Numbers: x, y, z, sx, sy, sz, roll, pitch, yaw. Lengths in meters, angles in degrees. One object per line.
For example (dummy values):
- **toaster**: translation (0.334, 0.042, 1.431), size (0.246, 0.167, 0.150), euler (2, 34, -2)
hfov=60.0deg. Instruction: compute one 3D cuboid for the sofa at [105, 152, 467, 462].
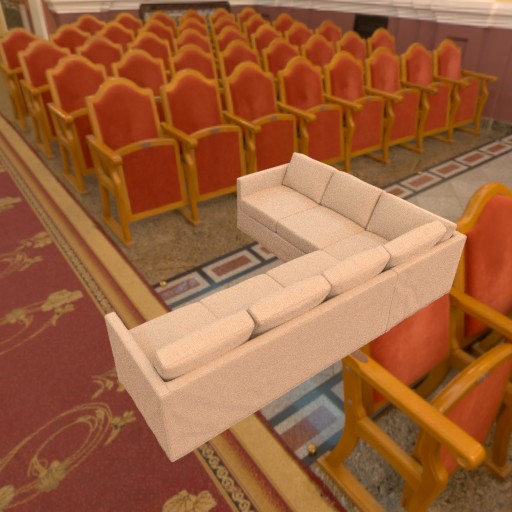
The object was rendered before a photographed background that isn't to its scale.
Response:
- **sofa**: translation (0.000, 0.000, 4.332), size (3.182, 0.871, 2.432), euler (-22, 39, -29)
